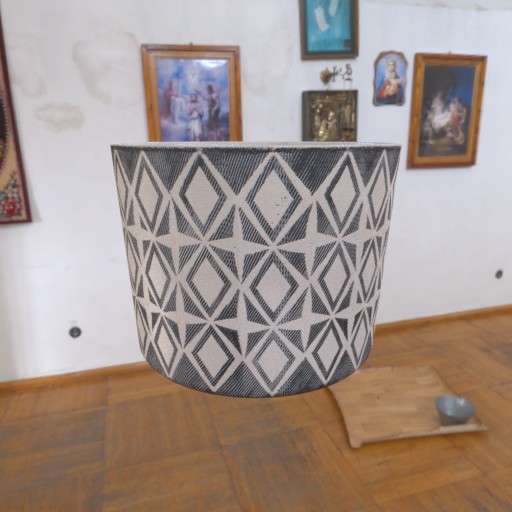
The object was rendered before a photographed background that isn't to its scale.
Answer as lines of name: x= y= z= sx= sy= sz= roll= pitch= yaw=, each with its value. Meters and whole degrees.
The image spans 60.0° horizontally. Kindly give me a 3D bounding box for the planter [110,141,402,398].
planter: x=0.000 y=0.000 z=0.443 sx=0.260 sy=0.220 sz=0.260 roll=0 pitch=15 yaw=0
